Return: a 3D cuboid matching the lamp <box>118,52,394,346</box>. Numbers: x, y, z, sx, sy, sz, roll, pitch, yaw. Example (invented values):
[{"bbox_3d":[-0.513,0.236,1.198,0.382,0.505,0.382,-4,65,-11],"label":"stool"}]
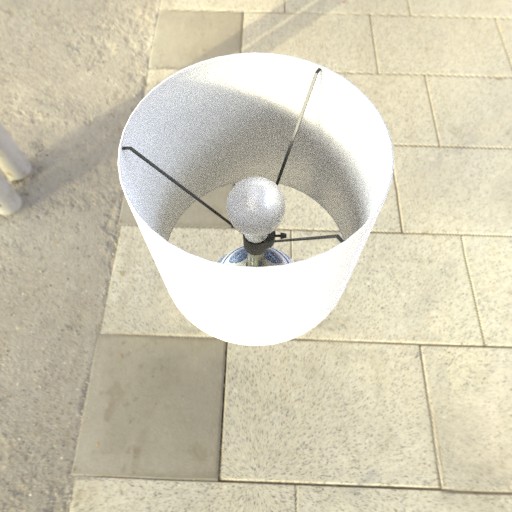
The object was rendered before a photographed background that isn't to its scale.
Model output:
[{"bbox_3d":[0.000,0.000,0.517,0.215,0.381,0.215,-1,63,0],"label":"lamp"}]
